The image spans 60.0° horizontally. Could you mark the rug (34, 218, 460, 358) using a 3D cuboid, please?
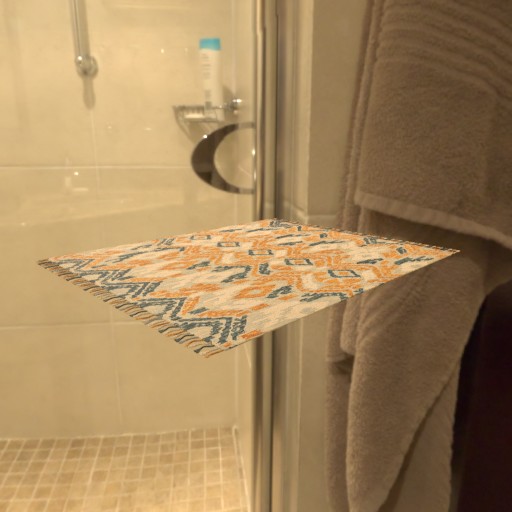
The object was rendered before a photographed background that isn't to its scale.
[{"bbox_3d":[0.000,0.000,4.030,3.048,0.010,2.439,-14,20,-42],"label":"rug"}]
